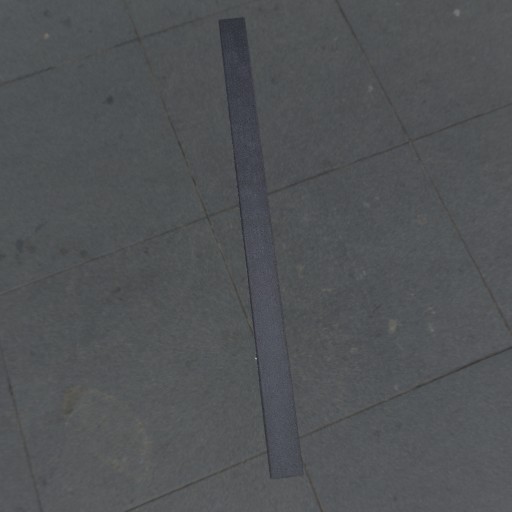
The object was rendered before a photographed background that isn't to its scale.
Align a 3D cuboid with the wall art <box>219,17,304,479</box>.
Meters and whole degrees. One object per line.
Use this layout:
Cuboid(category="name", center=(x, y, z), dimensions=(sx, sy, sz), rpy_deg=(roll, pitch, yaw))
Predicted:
Cuboid(category="wall art", center=(0.000, 0.000, 0.764), dimensions=(0.038, 0.409, 0.610), rpy_deg=(-6, 77, -1))
